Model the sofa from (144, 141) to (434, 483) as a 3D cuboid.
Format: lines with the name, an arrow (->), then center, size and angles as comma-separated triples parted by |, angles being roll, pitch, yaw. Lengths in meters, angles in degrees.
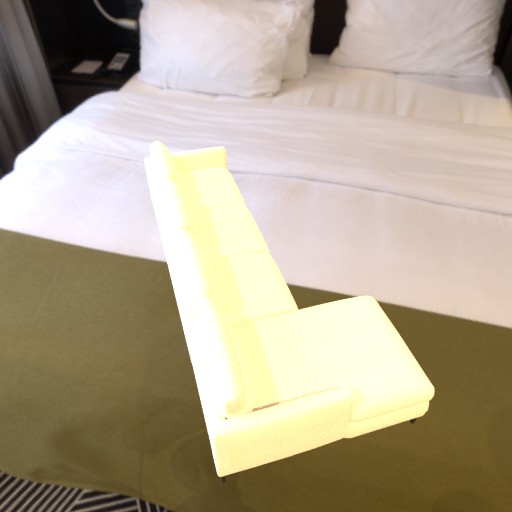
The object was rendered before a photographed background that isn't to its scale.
sofa -> 0.000, 0.000, 3.789 | 1.467, 0.875, 3.186 | -12, 43, -13
